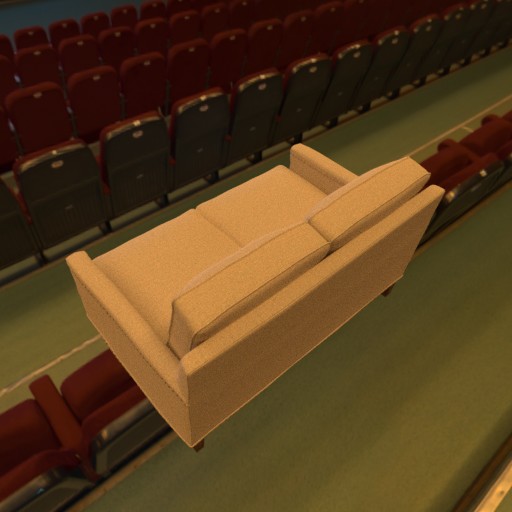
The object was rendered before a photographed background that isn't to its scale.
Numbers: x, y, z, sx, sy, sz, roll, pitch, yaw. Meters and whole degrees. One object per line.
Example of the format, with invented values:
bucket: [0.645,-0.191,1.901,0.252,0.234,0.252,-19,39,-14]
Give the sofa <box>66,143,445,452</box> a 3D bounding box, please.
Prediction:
sofa: [0.000,0.000,2.304,1.597,1.003,1.084,-32,53,-27]
